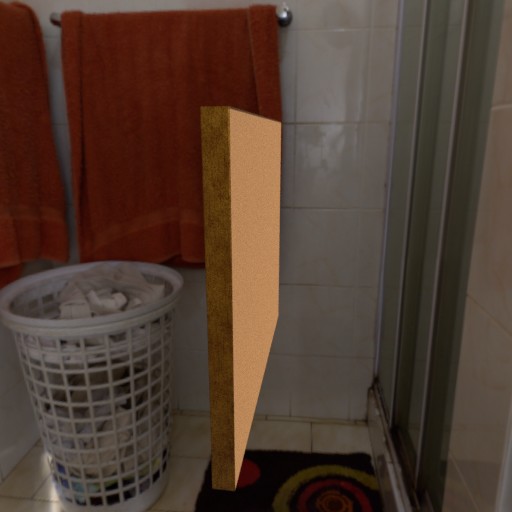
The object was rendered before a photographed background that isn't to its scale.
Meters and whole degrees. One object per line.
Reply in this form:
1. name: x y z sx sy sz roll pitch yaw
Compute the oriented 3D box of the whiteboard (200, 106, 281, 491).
1. whiteboard: 0.000 0.000 0.764 0.029 0.457 0.561 2 15 8
